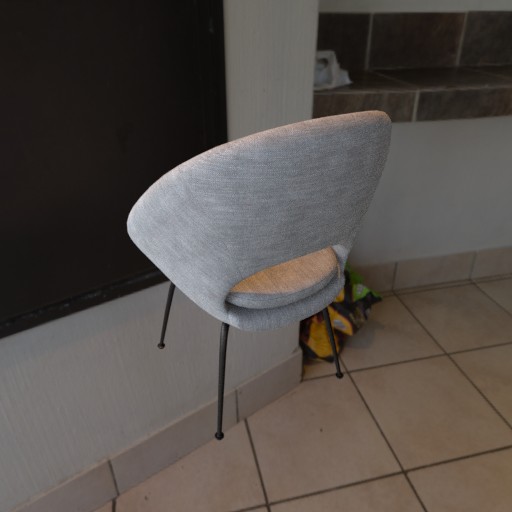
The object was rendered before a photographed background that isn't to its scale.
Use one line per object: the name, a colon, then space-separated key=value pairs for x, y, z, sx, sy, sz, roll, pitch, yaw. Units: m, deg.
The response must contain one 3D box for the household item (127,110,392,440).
household item: x=0.000 y=0.000 z=1.254 sx=0.643 sy=0.869 sz=0.587 roll=-17 pitch=34 yaw=-27
